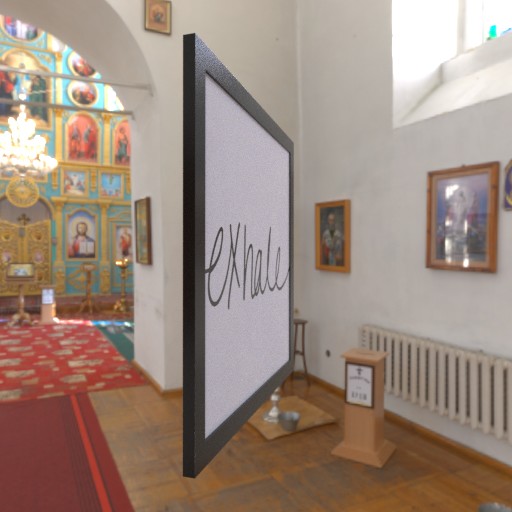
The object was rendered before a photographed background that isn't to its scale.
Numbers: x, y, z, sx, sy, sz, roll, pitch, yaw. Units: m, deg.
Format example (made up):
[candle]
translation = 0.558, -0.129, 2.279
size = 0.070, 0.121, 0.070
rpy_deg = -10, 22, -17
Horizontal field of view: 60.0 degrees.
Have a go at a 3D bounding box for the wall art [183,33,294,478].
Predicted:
[wall art]
translation = 0.000, 0.000, 0.656
size = 0.014, 0.445, 0.446
rpy_deg = 0, 0, 18
